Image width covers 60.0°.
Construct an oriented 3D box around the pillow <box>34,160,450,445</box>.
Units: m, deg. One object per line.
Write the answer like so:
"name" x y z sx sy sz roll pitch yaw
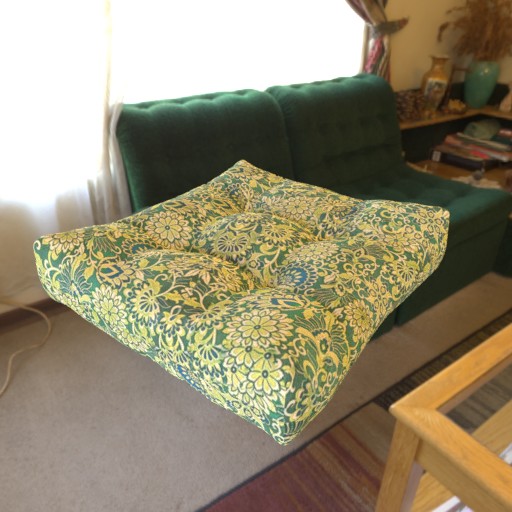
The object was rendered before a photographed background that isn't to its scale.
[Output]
"pillow" 0.000 0.000 0.703 0.468 0.128 0.490 21 36 32
